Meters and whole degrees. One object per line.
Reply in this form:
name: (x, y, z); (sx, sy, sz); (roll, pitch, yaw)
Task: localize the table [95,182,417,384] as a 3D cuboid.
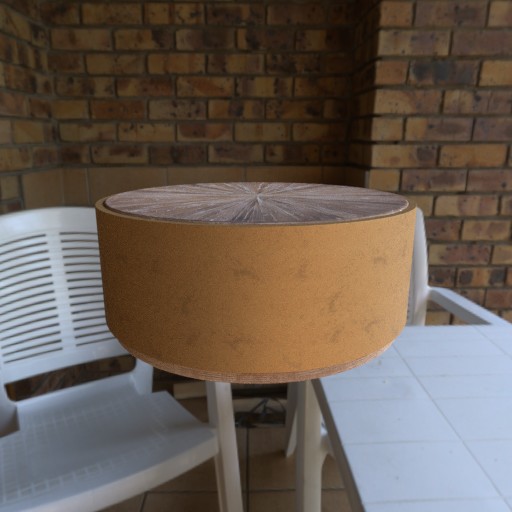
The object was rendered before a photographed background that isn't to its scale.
table: (0.000, 0.000, 1.510); (1.001, 0.409, 1.001); (0, 15, 0)
